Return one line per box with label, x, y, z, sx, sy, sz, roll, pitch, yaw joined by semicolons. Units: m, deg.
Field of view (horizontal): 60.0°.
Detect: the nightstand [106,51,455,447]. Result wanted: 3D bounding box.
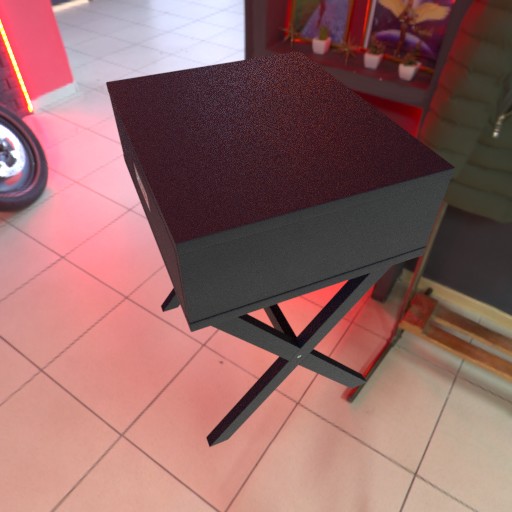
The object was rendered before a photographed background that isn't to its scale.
nightstand;0.000;0.000;0.936;0.402;0.623;0.479;-16;47;-16
